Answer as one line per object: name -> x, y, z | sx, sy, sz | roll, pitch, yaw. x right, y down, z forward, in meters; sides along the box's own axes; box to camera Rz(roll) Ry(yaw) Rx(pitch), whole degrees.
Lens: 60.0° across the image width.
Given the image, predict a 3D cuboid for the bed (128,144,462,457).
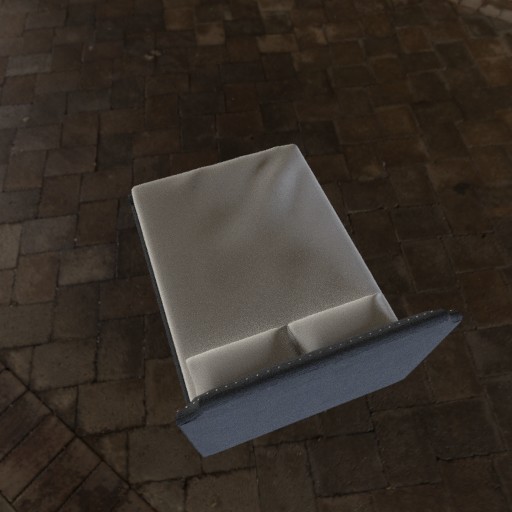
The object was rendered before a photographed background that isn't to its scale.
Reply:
bed -> 0.000, 0.000, 3.471 | 1.713, 1.443, 2.372 | -17, 60, -10
